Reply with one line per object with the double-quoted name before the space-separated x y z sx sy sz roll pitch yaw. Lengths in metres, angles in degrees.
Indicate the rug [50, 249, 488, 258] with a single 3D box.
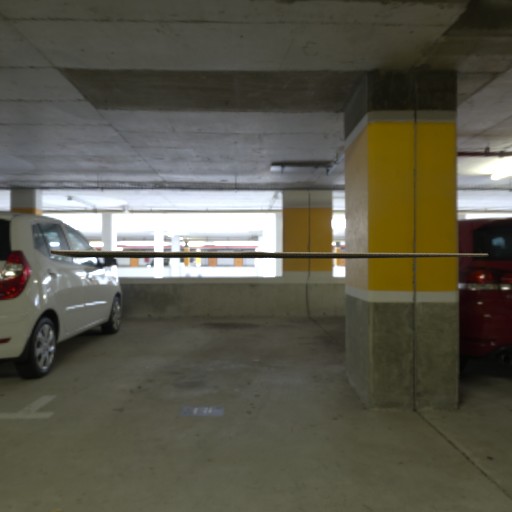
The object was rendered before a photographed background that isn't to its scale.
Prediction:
"rug" 0.000 0.000 2.883 2.290 0.021 1.540 0 -1 -19
